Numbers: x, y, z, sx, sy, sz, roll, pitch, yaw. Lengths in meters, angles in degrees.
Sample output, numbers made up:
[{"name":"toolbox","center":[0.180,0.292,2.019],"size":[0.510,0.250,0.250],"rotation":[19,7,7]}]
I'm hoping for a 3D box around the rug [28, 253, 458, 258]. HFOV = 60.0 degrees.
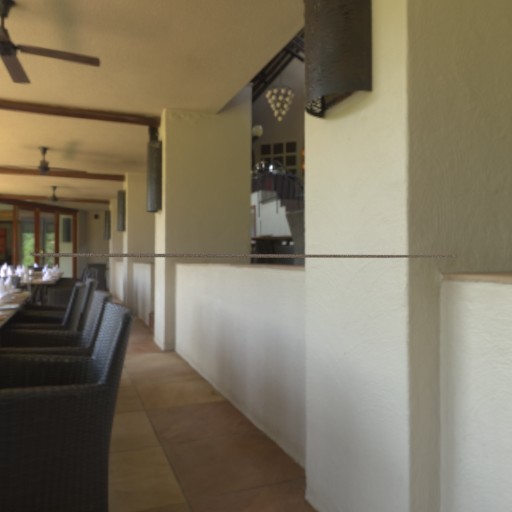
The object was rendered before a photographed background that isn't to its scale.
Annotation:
[{"name":"rug","center":[0.000,0.000,2.747],"size":[2.430,0.012,0.767],"rotation":[0,-1,-19]}]
